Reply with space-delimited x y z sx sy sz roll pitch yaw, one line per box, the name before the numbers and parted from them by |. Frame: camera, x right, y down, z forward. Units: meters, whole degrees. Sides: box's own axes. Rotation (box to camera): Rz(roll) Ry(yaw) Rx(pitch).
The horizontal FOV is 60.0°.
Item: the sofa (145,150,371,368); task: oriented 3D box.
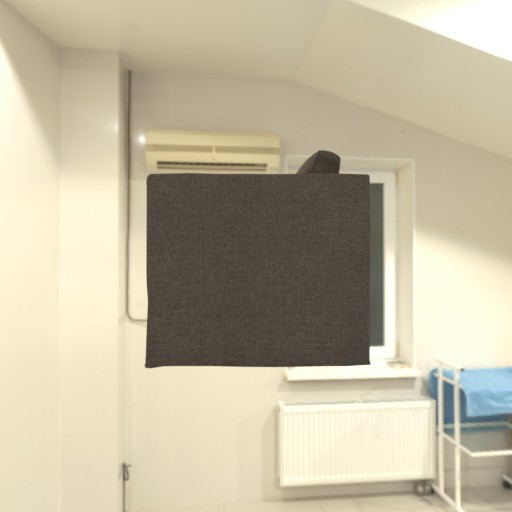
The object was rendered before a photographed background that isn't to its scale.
sofa | 0.000 0.000 3.309 1.036 0.998 2.779 0 0 0
